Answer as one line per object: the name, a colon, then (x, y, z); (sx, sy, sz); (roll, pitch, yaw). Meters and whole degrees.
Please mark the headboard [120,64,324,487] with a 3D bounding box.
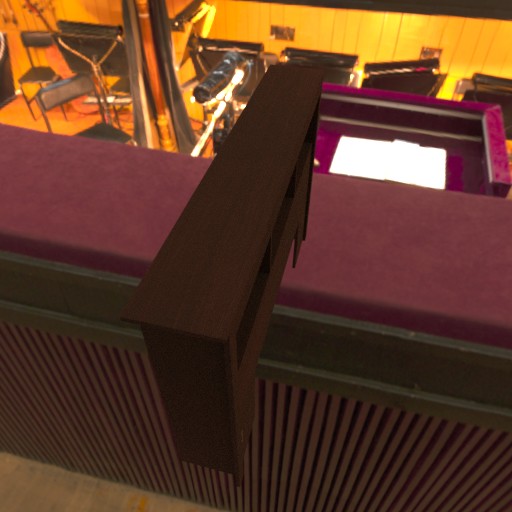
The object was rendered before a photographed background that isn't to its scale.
headboard: (0.000, 0.000, 2.048); (0.279, 1.092, 1.671); (10, 45, 10)
